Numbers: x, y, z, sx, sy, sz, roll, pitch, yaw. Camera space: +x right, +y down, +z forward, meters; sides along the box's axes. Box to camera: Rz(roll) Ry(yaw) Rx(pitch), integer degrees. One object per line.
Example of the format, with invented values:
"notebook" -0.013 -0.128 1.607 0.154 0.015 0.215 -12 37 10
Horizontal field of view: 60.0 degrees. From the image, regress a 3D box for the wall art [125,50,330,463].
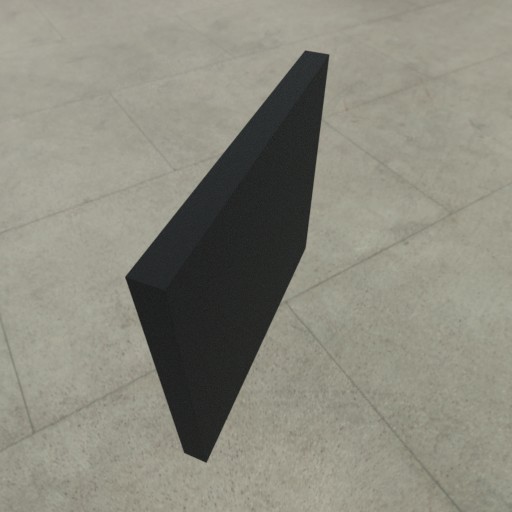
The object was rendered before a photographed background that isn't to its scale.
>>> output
"wall art" 0.000 0.000 0.527 0.031 0.330 0.381 17 50 15
